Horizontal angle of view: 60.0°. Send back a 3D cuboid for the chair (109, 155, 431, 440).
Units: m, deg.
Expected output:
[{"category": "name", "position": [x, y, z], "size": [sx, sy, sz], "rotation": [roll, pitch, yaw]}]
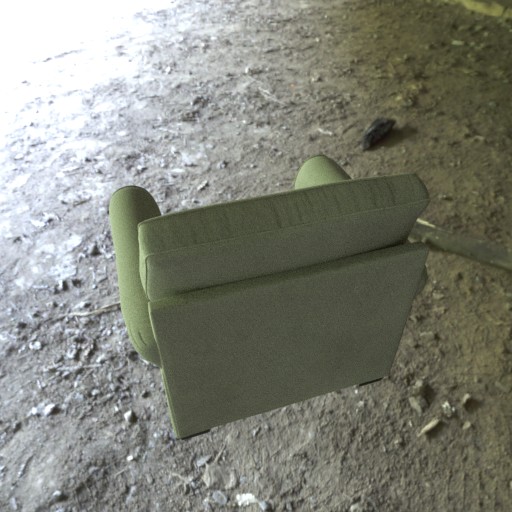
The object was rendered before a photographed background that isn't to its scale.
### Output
[{"category": "chair", "position": [0.000, 0.000, 1.922], "size": [1.147, 1.044, 0.939], "rotation": [-12, 42, -14]}]
